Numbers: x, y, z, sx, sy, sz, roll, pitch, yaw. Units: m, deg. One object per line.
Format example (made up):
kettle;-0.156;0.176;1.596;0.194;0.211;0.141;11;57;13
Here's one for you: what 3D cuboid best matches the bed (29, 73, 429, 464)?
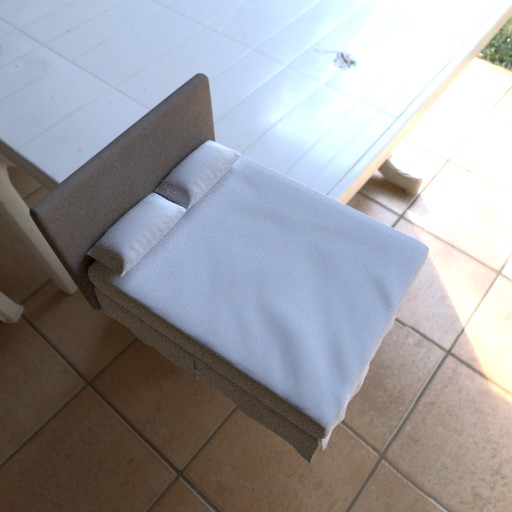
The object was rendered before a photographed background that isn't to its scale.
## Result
bed;0.000;0.000;3.197;2.142;1.330;1.723;29;61;18
